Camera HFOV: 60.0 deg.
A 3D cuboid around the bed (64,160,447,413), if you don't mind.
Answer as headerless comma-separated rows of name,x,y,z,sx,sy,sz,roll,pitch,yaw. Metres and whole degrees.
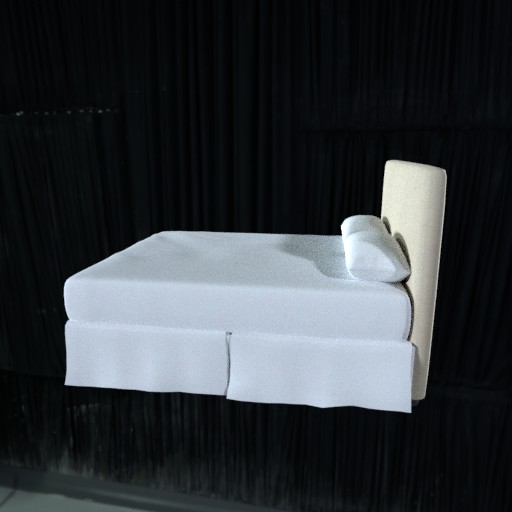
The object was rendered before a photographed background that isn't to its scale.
bed,0.000,0.000,3.185,2.142,1.330,1.723,2,14,9
